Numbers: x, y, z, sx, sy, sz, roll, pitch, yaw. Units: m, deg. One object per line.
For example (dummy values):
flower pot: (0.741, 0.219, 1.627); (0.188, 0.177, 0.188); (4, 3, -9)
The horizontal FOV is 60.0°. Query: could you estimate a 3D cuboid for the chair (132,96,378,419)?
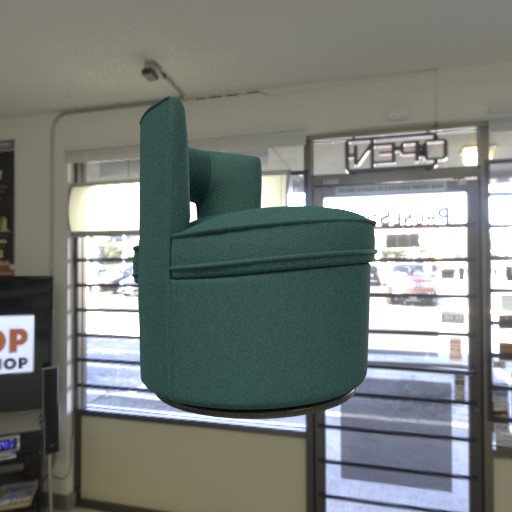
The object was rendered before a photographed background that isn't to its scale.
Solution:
chair: (0.000, 0.000, 1.243); (0.660, 0.711, 0.684); (0, -1, 18)
